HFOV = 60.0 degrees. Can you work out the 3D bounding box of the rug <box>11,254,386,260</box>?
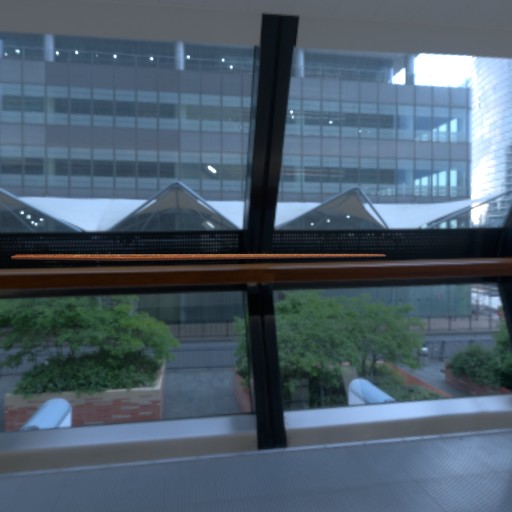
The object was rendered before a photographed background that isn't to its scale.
[{"bbox_3d":[0.000,0.000,2.403,0.651,0.016,2.274,0,0,35],"label":"rug"}]
